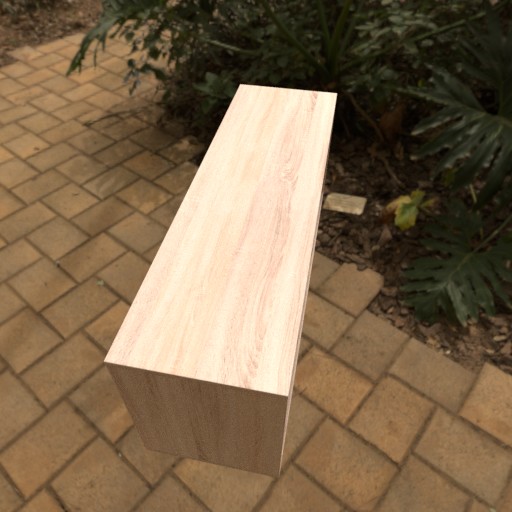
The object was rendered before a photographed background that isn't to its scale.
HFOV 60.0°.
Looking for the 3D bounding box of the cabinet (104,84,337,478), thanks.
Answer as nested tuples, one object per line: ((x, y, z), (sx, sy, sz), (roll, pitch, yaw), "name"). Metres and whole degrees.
((0.000, 0.000, 1.992), (0.500, 0.780, 1.650), (8, 47, 8), "cabinet")
